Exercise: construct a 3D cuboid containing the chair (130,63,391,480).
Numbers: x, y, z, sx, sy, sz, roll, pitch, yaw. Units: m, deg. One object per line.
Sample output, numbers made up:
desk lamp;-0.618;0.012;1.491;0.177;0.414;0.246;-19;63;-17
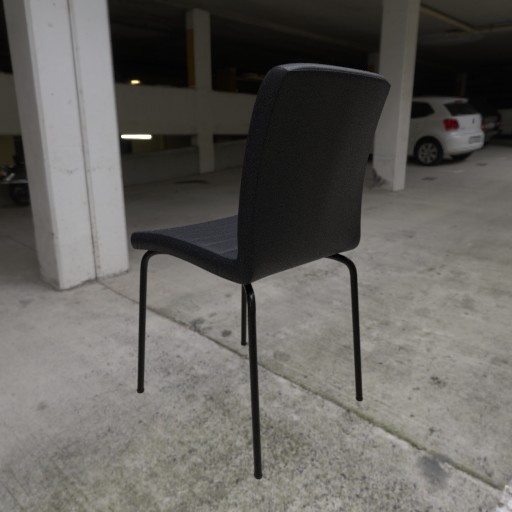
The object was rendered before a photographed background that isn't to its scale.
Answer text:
chair;0.000;0.000;1.172;0.572;0.872;0.450;15;22;43
